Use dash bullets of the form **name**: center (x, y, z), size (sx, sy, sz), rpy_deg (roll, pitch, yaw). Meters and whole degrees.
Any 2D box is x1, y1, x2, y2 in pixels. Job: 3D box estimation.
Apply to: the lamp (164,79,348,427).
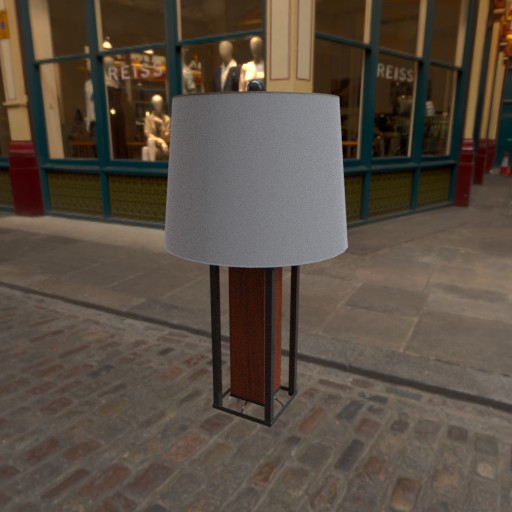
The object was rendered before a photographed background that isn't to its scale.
- **lamp**: center (0.000, 0.000, 0.792), size (0.320, 0.591, 0.320), rpy_deg (0, 16, 0)
